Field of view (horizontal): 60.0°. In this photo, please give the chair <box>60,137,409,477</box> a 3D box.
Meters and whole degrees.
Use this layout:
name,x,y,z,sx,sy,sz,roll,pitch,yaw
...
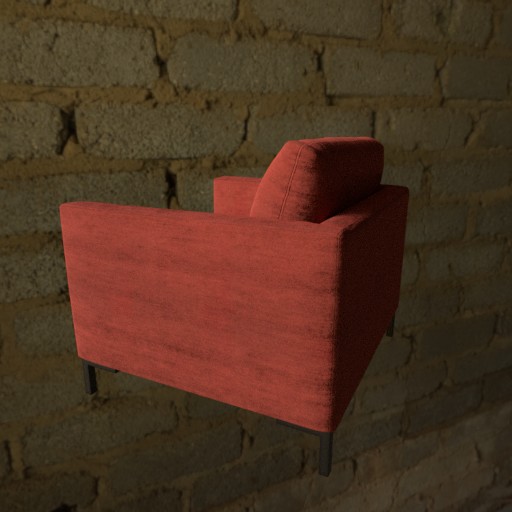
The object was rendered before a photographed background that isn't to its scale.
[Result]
name,x,y,z,sx,sy,sz,roll,pitch,yaw
chair,0.000,0.000,1.562,0.875,0.812,0.964,8,17,26
